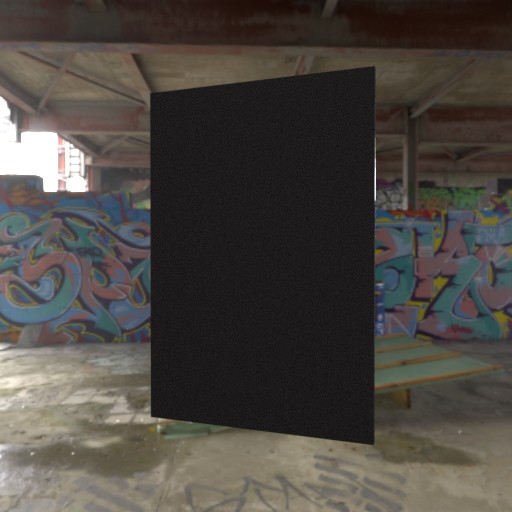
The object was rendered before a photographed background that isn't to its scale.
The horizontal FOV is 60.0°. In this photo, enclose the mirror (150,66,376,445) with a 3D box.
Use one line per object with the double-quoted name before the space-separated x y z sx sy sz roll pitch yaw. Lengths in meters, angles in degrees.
"mirror" 0.000 0.000 1.178 0.613 0.914 0.039 0 1 17
